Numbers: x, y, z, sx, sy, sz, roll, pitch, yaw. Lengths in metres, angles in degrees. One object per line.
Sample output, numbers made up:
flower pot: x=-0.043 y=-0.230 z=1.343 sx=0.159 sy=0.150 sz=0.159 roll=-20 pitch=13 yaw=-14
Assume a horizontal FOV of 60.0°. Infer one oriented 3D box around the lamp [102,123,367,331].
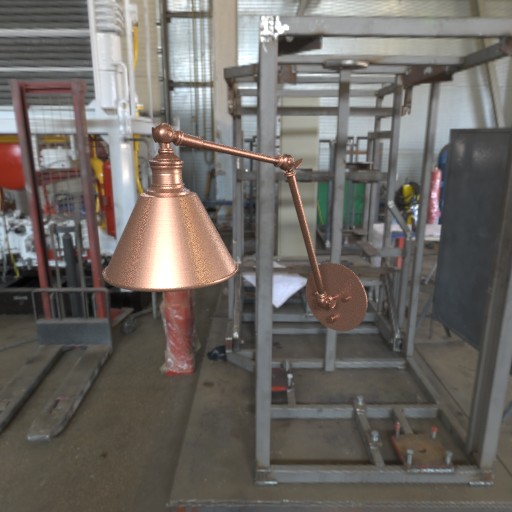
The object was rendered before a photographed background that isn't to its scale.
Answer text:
lamp: x=0.000 y=0.000 z=0.890 sx=0.223 sy=0.502 sz=0.624 roll=14 pitch=21 yaw=43
